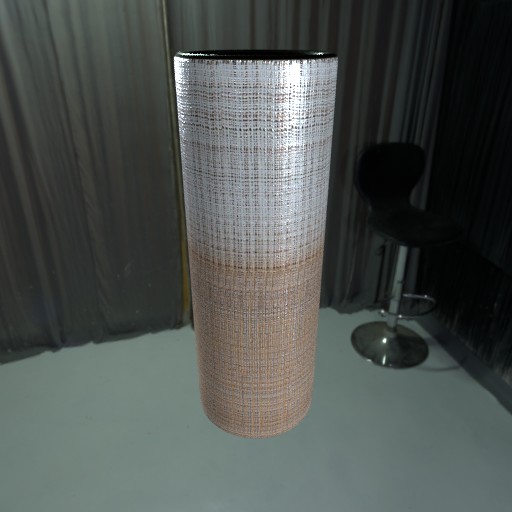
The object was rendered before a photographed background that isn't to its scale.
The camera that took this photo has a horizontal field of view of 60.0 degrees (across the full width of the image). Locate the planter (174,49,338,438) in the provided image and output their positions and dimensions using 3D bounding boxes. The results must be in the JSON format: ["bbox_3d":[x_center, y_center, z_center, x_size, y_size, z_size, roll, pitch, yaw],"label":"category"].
[{"bbox_3d":[0.000,0.000,0.332,0.099,0.278,0.099,-8,28,-16],"label":"planter"}]
